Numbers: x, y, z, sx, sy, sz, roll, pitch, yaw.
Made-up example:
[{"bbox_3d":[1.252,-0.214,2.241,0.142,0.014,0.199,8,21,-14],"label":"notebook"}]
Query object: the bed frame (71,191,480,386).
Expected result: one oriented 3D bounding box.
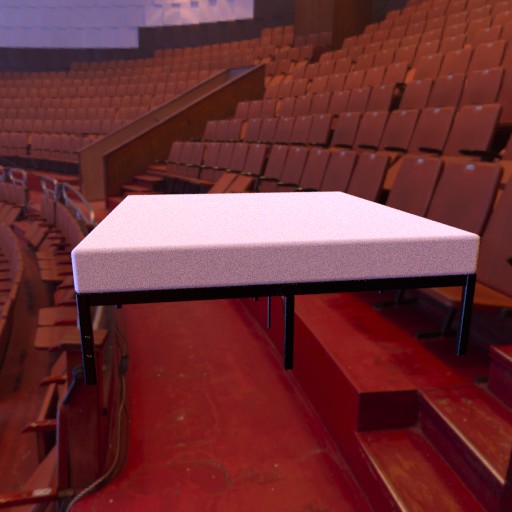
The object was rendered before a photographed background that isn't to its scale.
[{"bbox_3d":[0.000,0.000,3.127,1.963,0.659,2.079,-2,15,-9],"label":"bed frame"}]
